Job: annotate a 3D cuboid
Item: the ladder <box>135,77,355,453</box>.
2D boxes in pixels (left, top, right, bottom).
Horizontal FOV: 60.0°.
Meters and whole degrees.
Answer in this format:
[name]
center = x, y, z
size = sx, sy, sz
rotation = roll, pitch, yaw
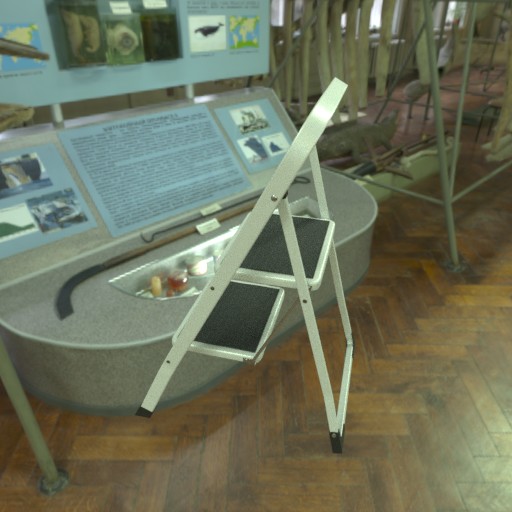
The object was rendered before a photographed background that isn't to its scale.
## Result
[ladder]
center = 0.000, 0.000, 1.099
size = 0.544, 0.810, 0.460
rotation = 8, 32, 13
